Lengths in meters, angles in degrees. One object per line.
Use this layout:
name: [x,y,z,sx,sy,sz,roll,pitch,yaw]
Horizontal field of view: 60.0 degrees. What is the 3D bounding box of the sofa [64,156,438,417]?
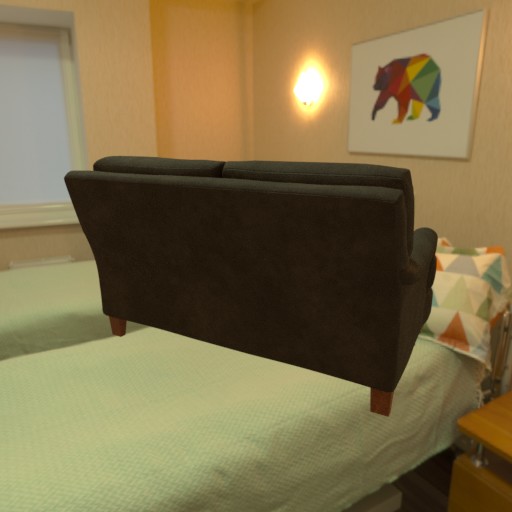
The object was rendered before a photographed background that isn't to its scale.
sofa: [0.000,0.000,2.519,1.853,1.101,1.084,9,18,28]
